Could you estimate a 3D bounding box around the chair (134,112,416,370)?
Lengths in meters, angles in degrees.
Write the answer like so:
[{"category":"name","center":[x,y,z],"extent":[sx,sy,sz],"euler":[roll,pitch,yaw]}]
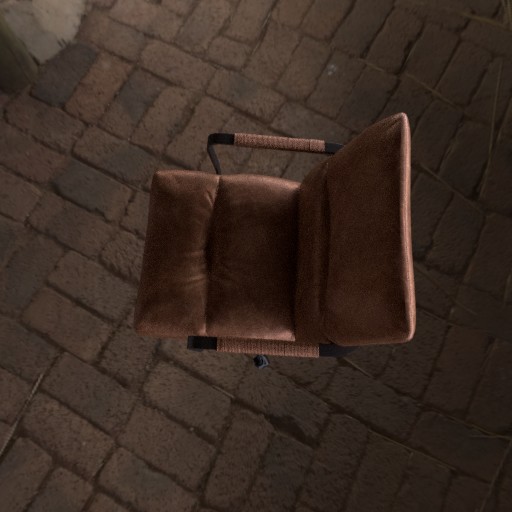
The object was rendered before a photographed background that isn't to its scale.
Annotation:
[{"category":"chair","center":[0.000,0.000,1.477],"extent":[0.754,0.922,0.727],"euler":[3,75,1]}]
